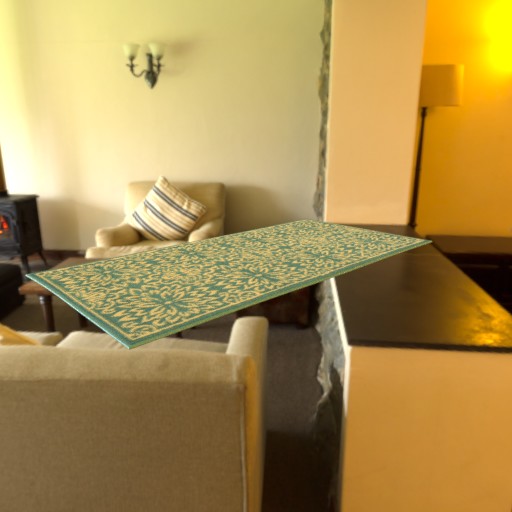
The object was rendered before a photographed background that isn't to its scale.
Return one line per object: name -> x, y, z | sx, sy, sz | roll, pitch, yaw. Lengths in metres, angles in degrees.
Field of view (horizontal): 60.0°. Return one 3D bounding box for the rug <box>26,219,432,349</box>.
rug -> 0.000, 0.000, 1.436 | 1.219, 0.007, 0.604 | -14, 21, -41
